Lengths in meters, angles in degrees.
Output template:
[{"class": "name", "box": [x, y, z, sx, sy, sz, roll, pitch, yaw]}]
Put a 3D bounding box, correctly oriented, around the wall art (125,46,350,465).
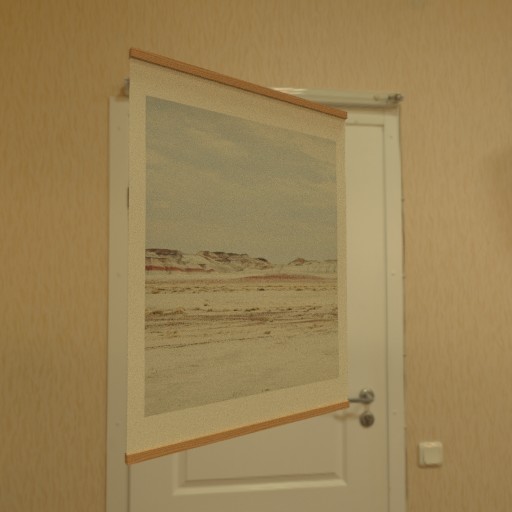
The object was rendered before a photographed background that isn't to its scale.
[{"class": "wall art", "box": [0.000, 0.000, 0.779, 0.458, 0.605, 0.011, 1, -2, -36]}]
